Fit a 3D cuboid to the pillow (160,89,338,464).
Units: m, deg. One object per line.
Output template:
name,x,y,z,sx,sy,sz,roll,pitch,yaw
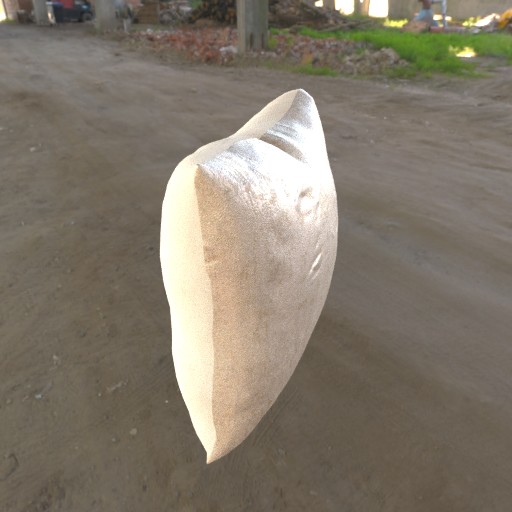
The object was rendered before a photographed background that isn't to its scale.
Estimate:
pillow,0.000,0.000,0.714,0.245,0.448,0.450,10,31,18
